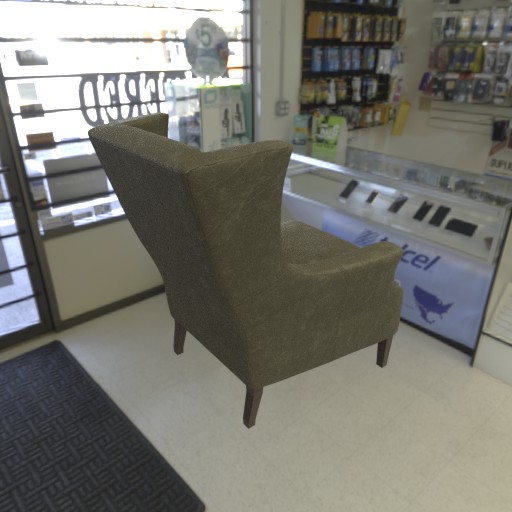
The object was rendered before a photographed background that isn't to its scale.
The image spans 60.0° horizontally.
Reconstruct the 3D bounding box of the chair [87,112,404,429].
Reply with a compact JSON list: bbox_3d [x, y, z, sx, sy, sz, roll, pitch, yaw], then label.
[{"bbox_3d":[0.000,0.000,1.700,0.926,1.016,0.853,-18,31,-33],"label":"chair"}]
